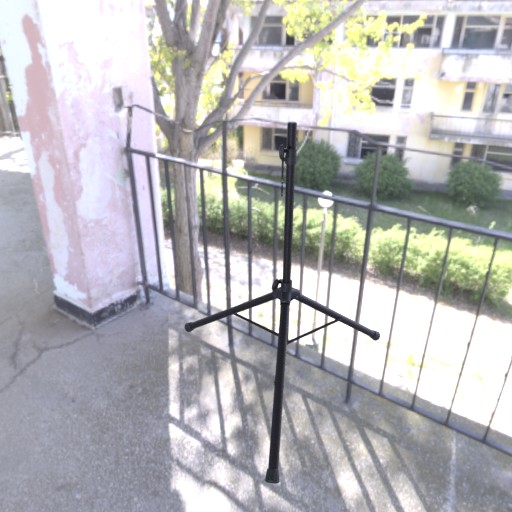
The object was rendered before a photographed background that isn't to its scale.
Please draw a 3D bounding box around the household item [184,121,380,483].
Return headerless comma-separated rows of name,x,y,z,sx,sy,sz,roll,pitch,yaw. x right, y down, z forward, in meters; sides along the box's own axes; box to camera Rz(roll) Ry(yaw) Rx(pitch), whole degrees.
household item,0.000,0.000,1.891,0.907,1.136,1.045,18,31,31
